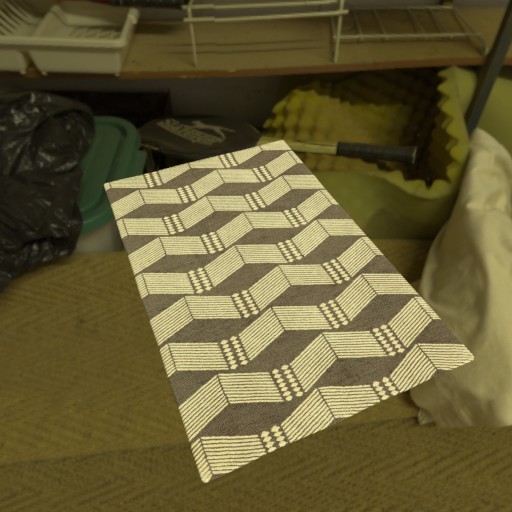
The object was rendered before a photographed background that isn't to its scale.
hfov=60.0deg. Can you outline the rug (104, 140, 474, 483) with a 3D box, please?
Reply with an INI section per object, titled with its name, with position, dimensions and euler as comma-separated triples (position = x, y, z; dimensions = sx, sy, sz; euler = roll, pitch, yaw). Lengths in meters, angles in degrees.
[rug]
position = 0.000, 0.000, 2.271
dimensions = 1.210, 0.016, 1.833
euler = -18, 49, -16
